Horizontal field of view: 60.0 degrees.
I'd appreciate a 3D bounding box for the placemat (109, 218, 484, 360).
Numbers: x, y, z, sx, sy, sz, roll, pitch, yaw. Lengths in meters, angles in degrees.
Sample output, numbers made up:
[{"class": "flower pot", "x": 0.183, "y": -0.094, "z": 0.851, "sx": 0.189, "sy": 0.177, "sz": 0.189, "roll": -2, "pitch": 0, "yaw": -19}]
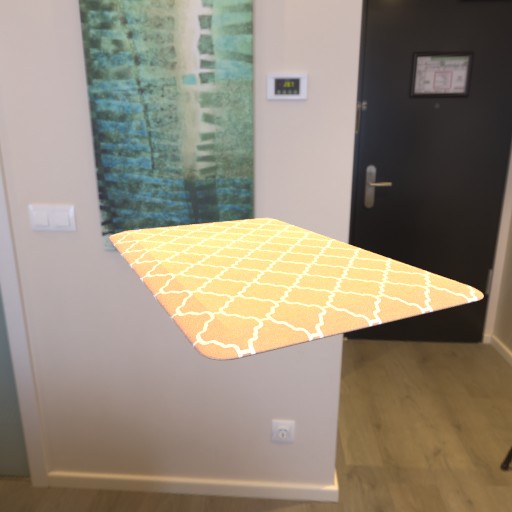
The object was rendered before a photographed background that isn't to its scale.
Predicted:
[{"class": "placemat", "x": 0.000, "y": 0.000, "z": 0.958, "sx": 0.508, "sy": 0.021, "sz": 0.762, "roll": -8, "pitch": 17, "yaw": -26}]
